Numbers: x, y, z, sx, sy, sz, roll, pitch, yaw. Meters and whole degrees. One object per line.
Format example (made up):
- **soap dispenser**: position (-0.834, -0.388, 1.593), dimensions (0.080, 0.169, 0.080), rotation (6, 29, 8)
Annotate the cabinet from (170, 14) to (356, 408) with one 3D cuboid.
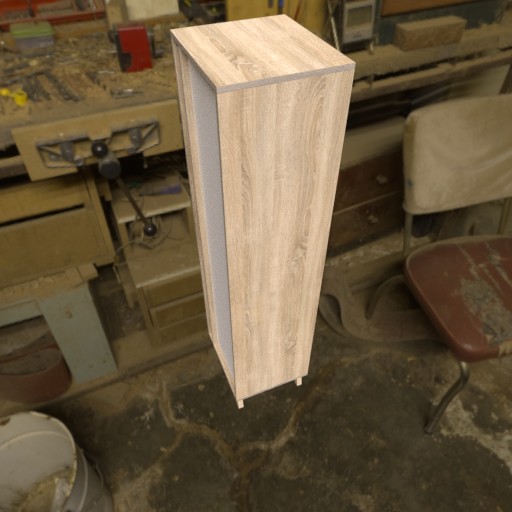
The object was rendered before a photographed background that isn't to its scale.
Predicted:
- **cabinet**: position (0.000, 0.000, 2.153), dimensions (0.450, 1.960, 0.510), rotation (-16, 47, -16)
